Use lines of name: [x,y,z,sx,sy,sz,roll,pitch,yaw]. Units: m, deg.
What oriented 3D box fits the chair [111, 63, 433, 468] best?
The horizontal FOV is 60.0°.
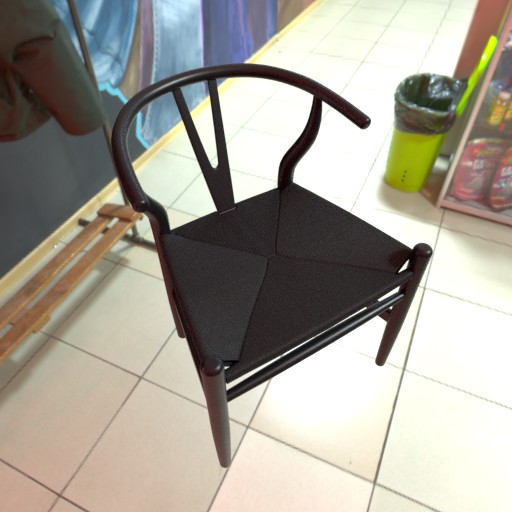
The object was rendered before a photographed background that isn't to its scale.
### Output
chair: [0.000,0.000,1.106,0.569,0.730,0.579,-25,51,-22]
